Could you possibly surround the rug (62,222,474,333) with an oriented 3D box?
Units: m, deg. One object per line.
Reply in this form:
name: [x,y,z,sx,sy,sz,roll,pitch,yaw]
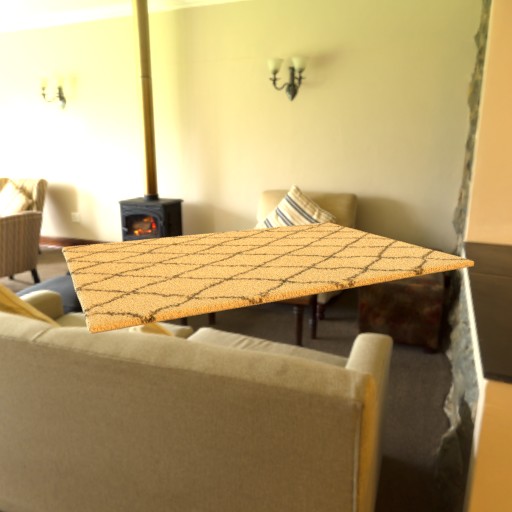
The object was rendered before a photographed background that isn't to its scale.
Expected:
rug: [0.000,0.000,2.295,1.778,0.030,1.219,-7,16,-26]
